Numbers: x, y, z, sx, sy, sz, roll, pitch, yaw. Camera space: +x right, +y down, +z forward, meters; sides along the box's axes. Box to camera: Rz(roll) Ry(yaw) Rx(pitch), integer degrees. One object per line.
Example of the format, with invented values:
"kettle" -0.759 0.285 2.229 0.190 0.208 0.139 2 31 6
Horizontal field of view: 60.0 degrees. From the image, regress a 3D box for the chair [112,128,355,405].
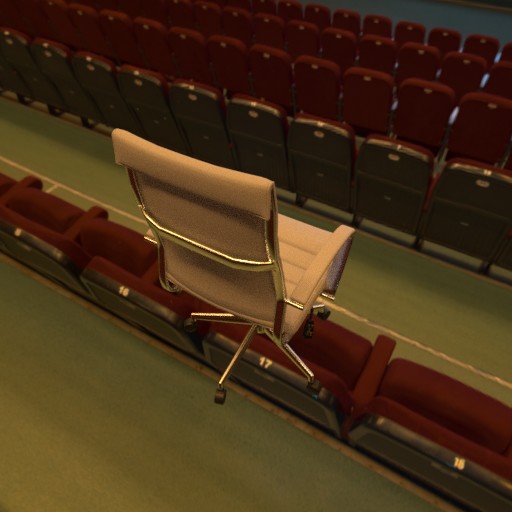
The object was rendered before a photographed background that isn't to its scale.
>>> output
"chair" 0.000 0.000 1.564 0.679 1.149 0.667 23 49 21
